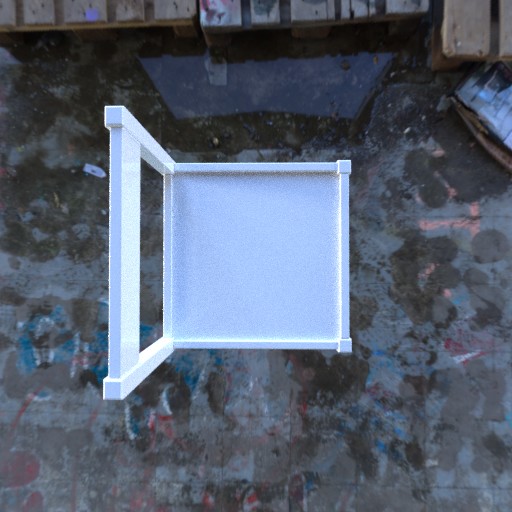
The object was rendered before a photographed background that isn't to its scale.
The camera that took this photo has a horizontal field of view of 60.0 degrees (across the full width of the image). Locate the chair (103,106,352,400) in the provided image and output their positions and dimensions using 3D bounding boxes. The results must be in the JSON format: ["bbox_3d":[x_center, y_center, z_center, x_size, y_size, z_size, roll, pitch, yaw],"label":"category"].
[{"bbox_3d":[0.000,0.000,0.674,0.285,0.505,0.285,0,89,1],"label":"chair"}]
